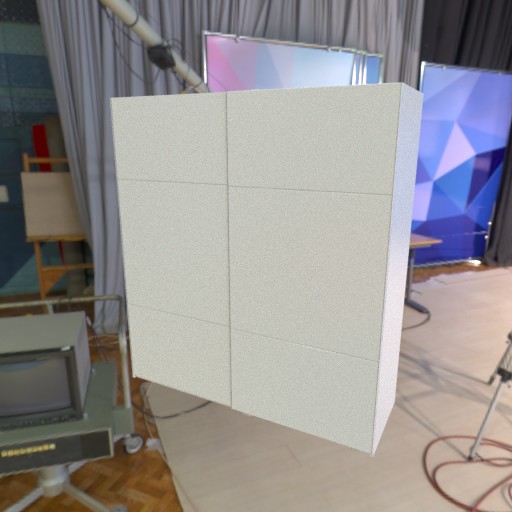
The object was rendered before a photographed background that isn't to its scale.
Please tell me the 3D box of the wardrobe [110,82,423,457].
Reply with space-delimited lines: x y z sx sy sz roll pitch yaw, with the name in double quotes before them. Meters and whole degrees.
"wardrobe" 0.000 0.000 2.859 1.780 1.960 0.629 8 17 27
